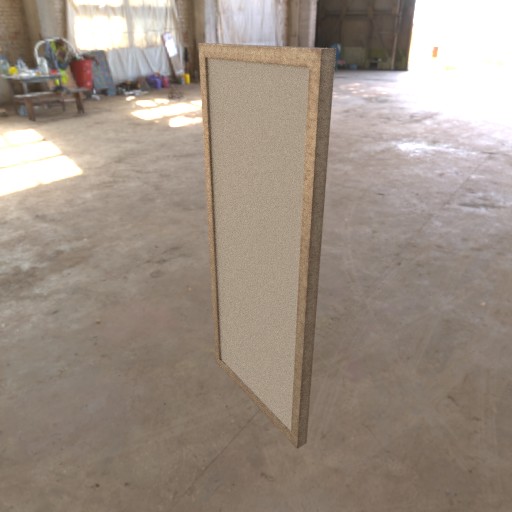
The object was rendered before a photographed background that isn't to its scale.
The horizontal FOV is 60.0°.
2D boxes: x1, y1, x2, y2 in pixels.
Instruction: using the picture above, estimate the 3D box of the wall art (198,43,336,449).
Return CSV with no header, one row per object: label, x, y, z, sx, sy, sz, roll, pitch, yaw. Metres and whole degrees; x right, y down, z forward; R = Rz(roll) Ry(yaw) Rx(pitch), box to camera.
wall art,0.000,0.000,1.702,0.051,1.461,0.648,-18,32,-31
